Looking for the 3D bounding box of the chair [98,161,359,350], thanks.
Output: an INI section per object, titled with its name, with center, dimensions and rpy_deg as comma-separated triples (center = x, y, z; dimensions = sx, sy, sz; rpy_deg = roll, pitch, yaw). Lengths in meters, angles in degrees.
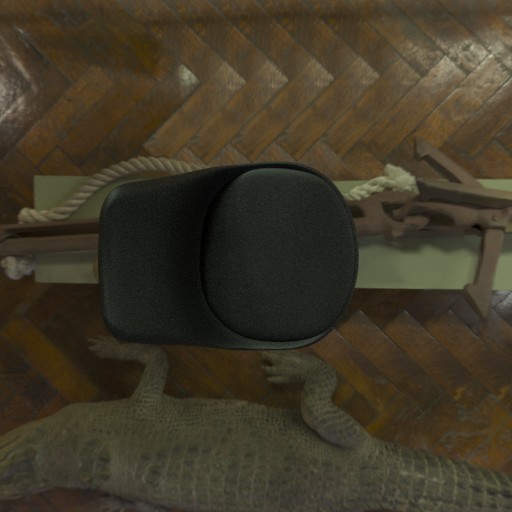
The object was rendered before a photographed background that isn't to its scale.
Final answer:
[chair]
center = 0.000, 0.000, 1.197
dimensions = 0.549, 0.850, 0.485
rpy_deg = 0, 92, 1
